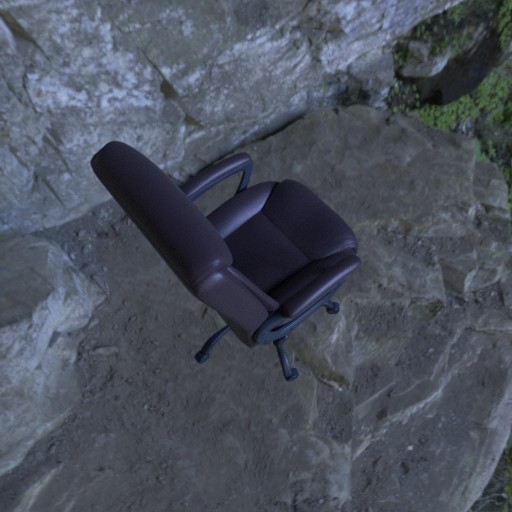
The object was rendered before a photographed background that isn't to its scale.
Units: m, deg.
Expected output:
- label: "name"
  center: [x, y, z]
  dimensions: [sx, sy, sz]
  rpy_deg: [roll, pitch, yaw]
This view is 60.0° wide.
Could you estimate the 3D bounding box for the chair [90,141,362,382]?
- label: "chair"
  center: [0.000, 0.000, 1.462]
  dimensions: [0.655, 1.072, 0.615]
  rpy_deg: [-35, 65, -19]
